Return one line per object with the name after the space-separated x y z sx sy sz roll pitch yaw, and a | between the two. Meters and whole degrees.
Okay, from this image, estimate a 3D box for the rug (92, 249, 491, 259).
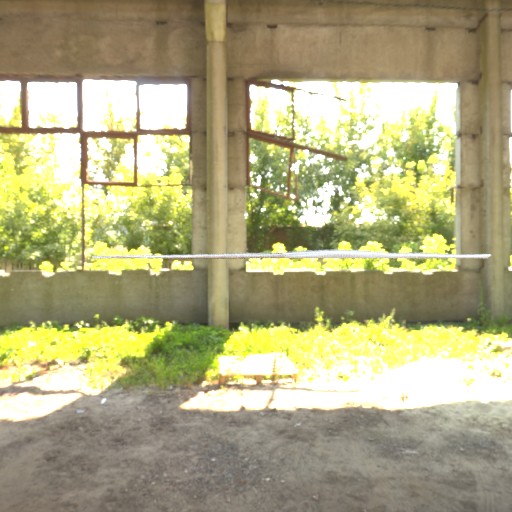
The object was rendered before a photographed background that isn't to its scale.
0.000 0.000 3.060 1.537 0.036 2.447 0 -1 -36 | rug
